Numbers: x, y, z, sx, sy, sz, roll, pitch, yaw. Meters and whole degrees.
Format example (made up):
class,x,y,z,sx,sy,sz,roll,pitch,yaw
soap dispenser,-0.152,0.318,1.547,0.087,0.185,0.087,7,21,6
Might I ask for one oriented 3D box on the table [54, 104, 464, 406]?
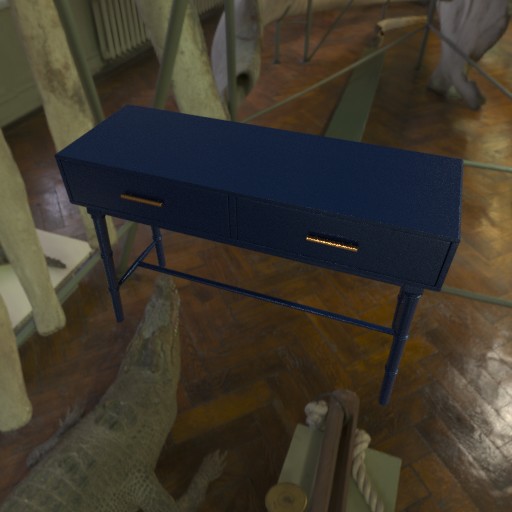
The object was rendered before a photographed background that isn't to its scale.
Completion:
class,x,y,z,sx,sy,sz,roll,pitch,yaw
table,0.000,0.000,1.515,1.118,0.749,0.399,14,43,15
